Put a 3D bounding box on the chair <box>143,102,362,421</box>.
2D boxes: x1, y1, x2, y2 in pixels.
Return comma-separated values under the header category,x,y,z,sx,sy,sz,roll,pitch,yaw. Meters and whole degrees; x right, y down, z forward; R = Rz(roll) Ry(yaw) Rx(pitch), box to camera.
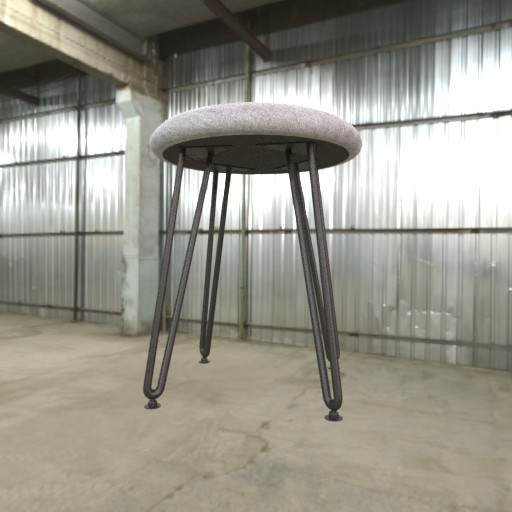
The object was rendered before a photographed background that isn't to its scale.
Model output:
category,x,y,z,sx,sy,sz,roll,pitch,yaw
chair,0.000,0.000,0.663,0.350,0.386,0.350,0,1,-35
